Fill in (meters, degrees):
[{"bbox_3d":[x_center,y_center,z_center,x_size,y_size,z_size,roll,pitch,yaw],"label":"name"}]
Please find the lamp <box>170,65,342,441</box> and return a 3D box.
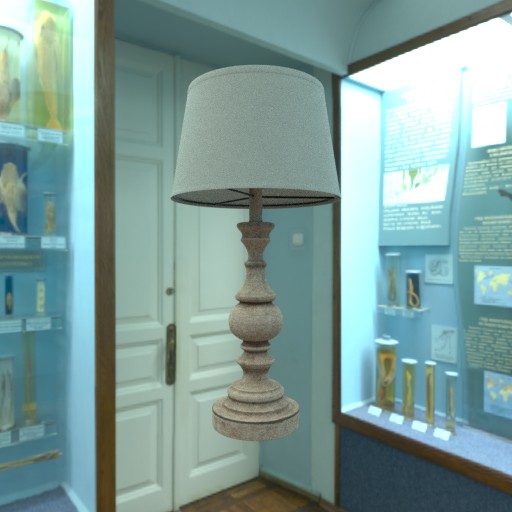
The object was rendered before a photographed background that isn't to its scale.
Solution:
[{"bbox_3d":[0.000,0.000,0.896,0.340,0.678,0.340,0,0,0],"label":"lamp"}]
